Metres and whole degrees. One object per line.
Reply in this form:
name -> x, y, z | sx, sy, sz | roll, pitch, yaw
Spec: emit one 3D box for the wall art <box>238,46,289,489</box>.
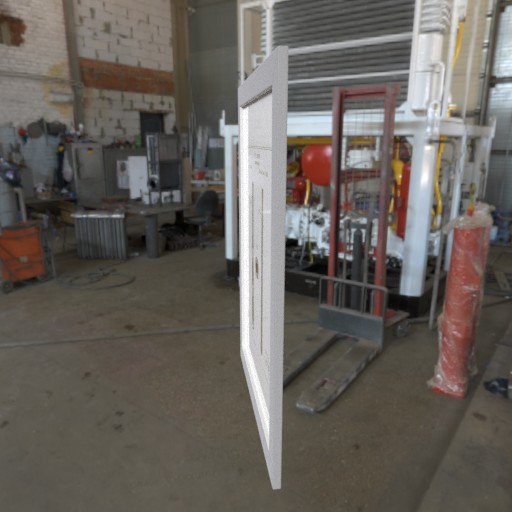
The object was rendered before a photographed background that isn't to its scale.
wall art -> 0.000, 0.000, 0.686 | 0.012, 0.529, 0.374 | -2, 15, -8
